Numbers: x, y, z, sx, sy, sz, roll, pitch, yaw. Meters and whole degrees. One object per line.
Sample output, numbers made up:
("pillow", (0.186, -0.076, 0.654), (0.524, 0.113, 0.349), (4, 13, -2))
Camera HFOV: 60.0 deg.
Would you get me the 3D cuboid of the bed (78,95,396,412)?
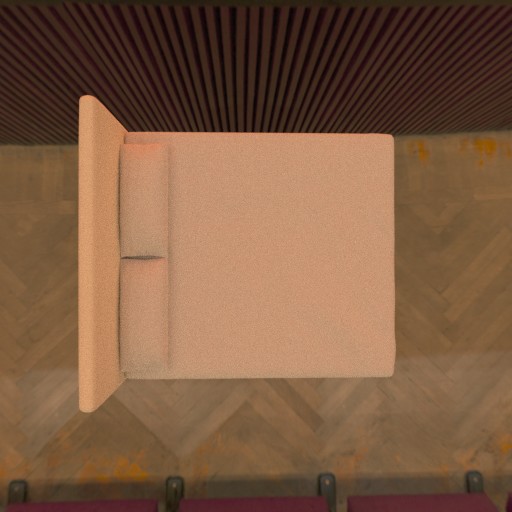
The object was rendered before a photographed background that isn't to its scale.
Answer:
("bed", (0.000, 0.000, 3.501), (2.341, 1.317, 2.119), (0, 90, -2))
